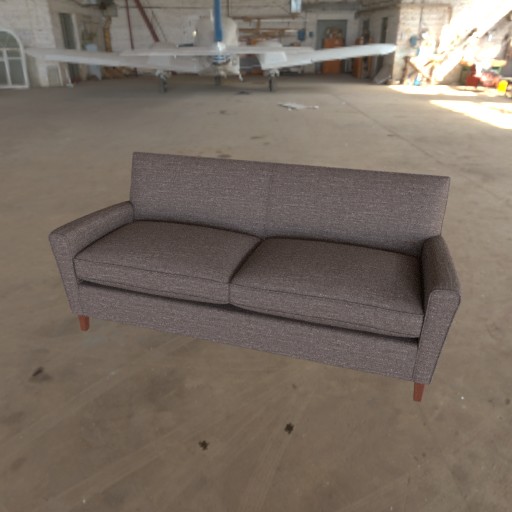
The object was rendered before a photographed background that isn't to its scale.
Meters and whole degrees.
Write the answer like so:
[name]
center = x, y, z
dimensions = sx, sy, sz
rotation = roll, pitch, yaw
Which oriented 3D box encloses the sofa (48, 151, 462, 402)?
[sofa]
center = 0.000, 0.000, 2.439
dimensions = 1.976, 0.846, 0.875
rotation = 8, 27, 16
